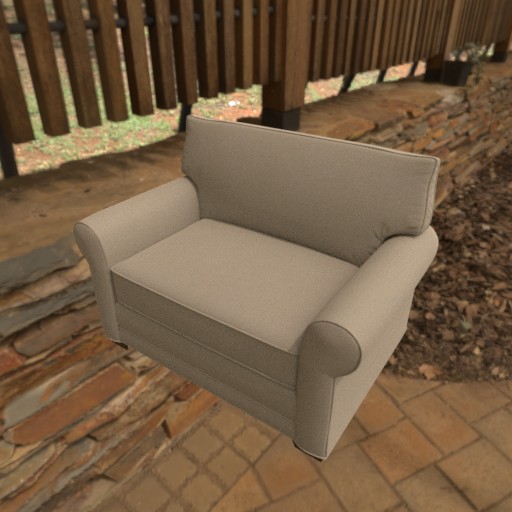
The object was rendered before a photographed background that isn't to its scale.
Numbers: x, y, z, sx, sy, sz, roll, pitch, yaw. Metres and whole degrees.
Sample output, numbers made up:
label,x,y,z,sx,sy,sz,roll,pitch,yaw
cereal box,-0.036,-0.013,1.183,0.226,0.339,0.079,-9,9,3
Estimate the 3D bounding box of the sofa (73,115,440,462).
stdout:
label,x,y,z,sx,sy,sz,roll,pitch,yaw
sofa,0.000,0.000,2.032,1.405,1.006,0.937,19,35,30
